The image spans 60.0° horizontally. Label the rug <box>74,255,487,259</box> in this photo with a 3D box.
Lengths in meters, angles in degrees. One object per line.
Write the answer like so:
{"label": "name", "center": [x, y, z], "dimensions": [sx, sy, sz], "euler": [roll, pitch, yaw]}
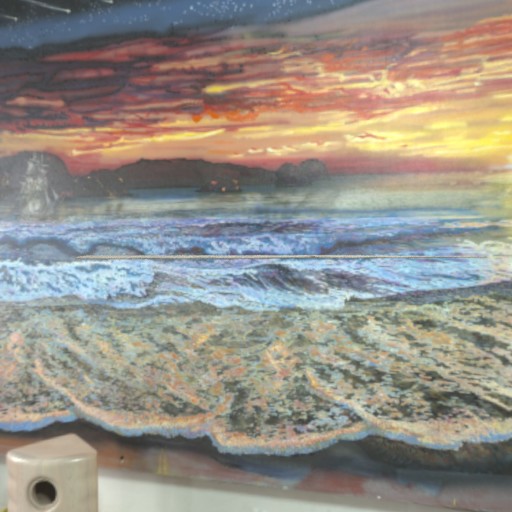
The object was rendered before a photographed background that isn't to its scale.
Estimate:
{"label": "rug", "center": [0.000, 0.000, 4.171], "dimensions": [3.061, 0.022, 2.468], "euler": [0, 0, -19]}
